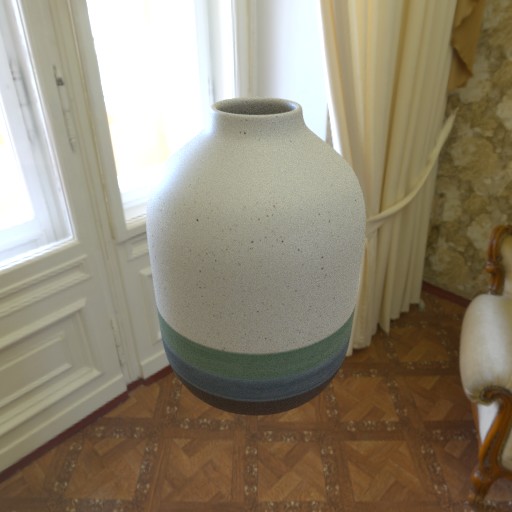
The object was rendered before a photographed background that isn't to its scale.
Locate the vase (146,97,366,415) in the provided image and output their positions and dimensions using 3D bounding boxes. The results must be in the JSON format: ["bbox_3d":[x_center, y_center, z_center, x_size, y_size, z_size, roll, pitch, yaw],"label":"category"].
[{"bbox_3d":[0.000,0.000,0.366,0.169,0.240,0.169,0,30,0],"label":"vase"}]
